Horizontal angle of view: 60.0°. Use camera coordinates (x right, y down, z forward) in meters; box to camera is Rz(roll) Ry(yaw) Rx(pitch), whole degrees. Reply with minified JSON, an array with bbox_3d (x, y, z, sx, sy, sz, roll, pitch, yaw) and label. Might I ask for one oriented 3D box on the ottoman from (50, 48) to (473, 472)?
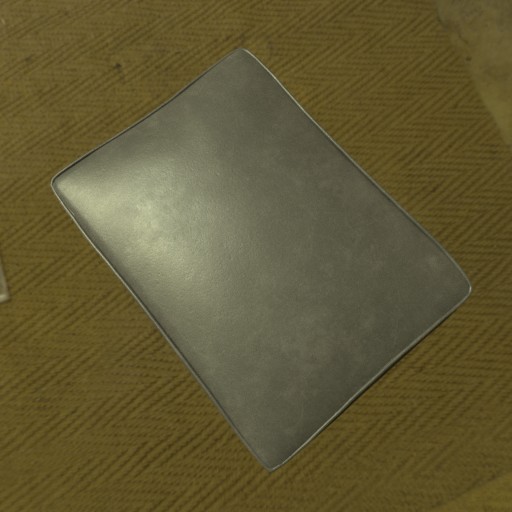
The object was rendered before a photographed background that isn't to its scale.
[{"bbox_3d":[0.000,0.000,1.091,0.554,0.445,0.756,-39,79,-9],"label":"ottoman"}]
